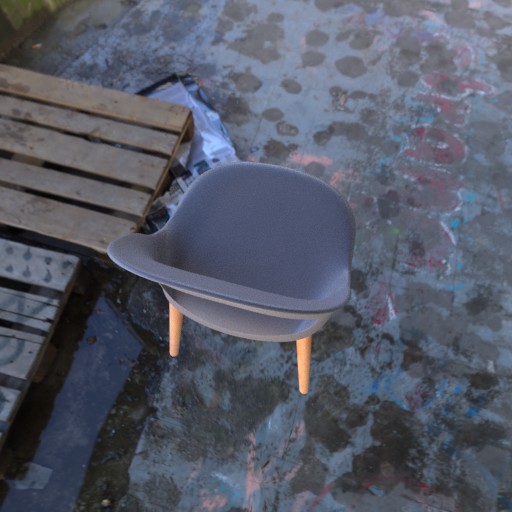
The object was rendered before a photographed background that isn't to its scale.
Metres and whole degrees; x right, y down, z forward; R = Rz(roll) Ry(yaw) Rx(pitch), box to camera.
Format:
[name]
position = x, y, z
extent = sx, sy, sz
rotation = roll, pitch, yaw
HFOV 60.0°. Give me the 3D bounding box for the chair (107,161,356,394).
[chair]
position = 0.000, 0.000, 1.124
extent = 0.470, 0.795, 0.556
rotation = 14, 64, 7
